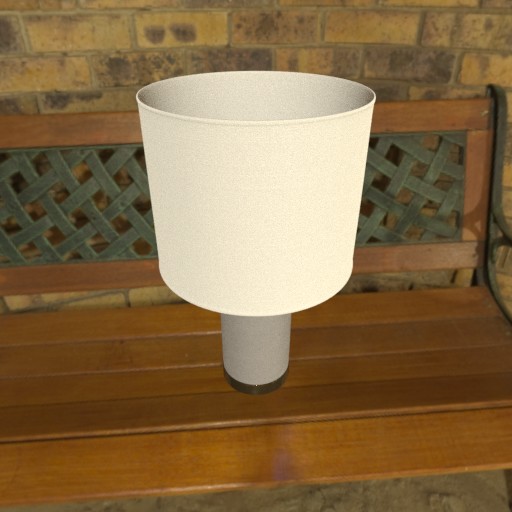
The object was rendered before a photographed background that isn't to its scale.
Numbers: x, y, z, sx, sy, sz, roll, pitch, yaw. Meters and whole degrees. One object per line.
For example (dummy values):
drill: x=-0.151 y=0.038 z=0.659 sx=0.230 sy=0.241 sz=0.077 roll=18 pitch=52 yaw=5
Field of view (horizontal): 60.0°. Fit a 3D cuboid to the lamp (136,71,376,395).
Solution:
lamp: x=0.000 y=0.000 z=0.533 sx=0.229 sy=0.380 sz=0.229 roll=0 pitch=31 yaw=0
